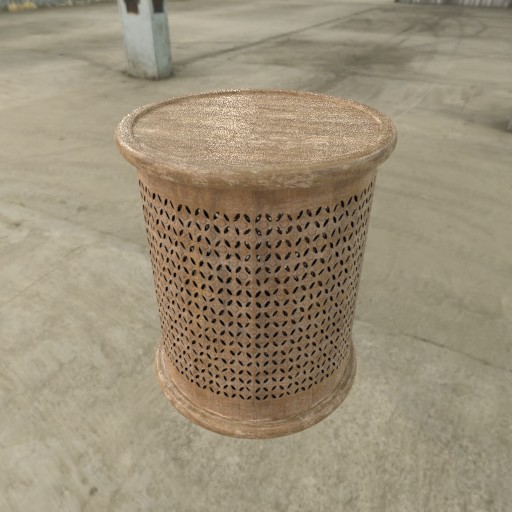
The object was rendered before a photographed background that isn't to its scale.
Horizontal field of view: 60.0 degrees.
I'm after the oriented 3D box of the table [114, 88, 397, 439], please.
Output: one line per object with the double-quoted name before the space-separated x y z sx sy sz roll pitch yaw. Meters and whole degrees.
"table" 0.000 0.000 0.785 0.407 0.482 0.407 0 33 0
